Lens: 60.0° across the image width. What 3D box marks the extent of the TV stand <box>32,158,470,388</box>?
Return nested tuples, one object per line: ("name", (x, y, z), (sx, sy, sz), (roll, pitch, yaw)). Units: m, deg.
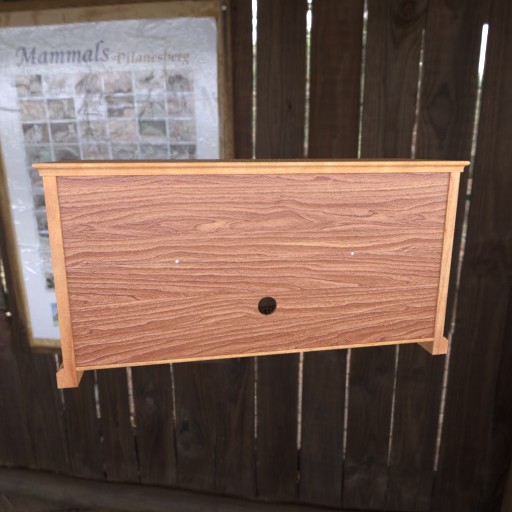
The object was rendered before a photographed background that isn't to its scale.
("TV stand", (0.000, 0.000, 1.440), (1.181, 0.607, 0.417), (-2, 14, -10))
